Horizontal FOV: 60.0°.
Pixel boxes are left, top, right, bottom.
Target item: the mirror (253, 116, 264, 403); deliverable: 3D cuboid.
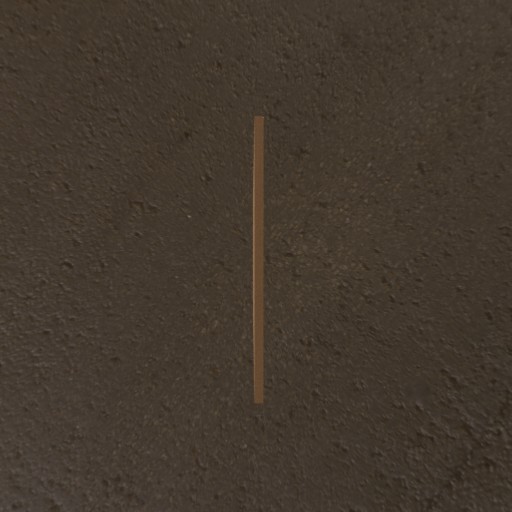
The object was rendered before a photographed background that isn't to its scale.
[{"bbox_3d":[0.000,0.000,2.270,0.026,2.031,0.812,0,91,0],"label":"mirror"}]
